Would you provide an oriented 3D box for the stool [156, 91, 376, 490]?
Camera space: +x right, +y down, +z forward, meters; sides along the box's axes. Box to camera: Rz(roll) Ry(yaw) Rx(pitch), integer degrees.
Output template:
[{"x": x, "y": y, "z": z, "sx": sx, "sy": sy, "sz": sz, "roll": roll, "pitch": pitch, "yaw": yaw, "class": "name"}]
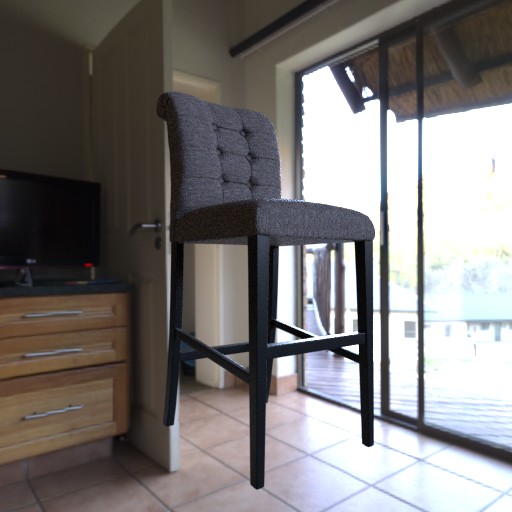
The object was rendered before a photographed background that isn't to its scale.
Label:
[{"x": 0.000, "y": 0.000, "z": 1.428, "sx": 0.452, "sy": 1.131, "sz": 0.613, "roll": 1, "pitch": -1, "yaw": -37, "class": "stool"}]
